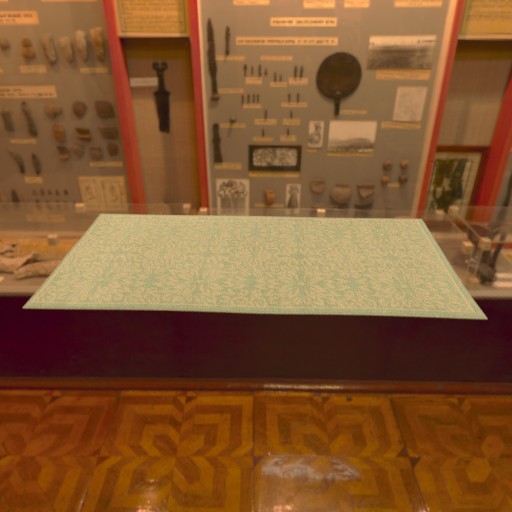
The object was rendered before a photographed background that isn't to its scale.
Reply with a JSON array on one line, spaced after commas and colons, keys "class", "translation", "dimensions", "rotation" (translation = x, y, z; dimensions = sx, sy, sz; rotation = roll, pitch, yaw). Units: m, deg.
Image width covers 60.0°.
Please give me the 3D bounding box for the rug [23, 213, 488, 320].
[{"class": "rug", "translation": [0.000, 0.000, 1.418], "dimensions": [1.219, 0.007, 0.604], "rotation": [1, 30, 2]}]
